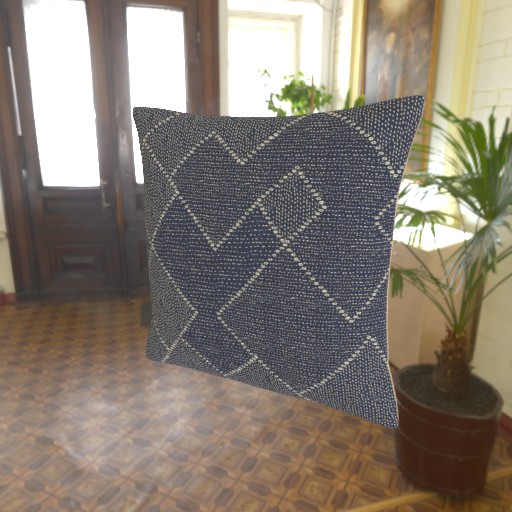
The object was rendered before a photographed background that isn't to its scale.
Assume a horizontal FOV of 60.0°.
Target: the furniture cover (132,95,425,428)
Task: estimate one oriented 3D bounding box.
[{"bbox_3d":[0.000,0.000,0.757,0.511,0.503,0.162,8,17,26],"label":"furniture cover"}]
